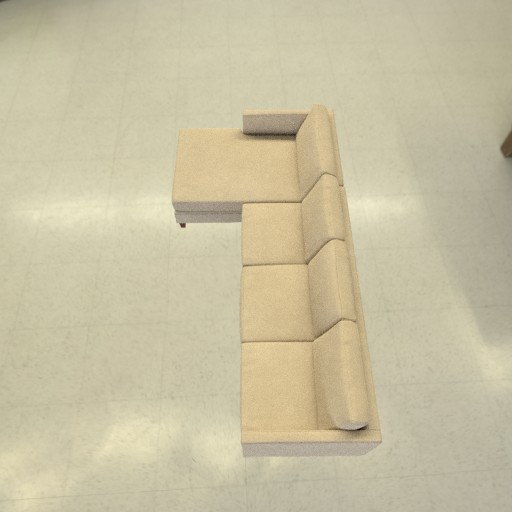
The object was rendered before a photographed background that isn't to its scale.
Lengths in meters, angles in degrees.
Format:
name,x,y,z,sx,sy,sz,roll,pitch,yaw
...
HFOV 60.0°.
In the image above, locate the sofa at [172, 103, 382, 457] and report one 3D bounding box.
name,x,y,z,sx,sy,sz,roll,pitch,yaw
sofa,0.000,0.000,3.906,1.625,0.846,3.186,0,59,0
